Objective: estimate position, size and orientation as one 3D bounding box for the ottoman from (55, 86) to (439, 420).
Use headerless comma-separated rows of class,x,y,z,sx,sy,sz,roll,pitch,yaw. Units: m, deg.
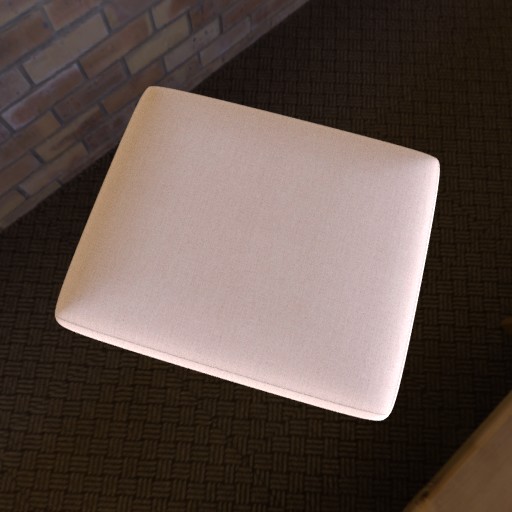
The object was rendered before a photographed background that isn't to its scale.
ottoman,0.000,0.000,1.203,0.794,0.453,0.657,16,75,4
